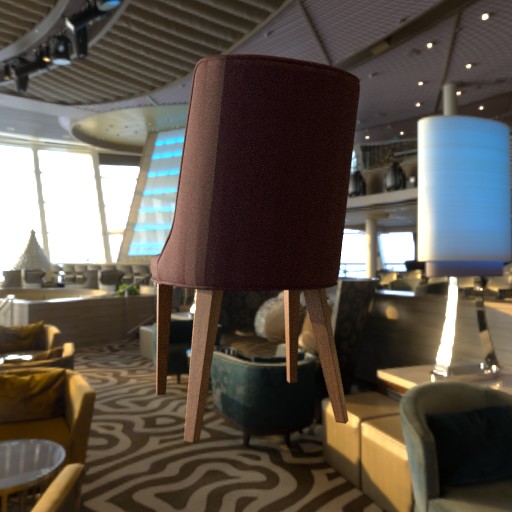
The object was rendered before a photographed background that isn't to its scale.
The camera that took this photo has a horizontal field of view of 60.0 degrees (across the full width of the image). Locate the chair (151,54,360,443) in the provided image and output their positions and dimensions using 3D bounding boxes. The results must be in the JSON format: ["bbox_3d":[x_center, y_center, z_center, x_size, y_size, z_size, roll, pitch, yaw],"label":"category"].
[{"bbox_3d":[0.000,0.000,1.288,0.548,0.916,0.638,0,-1,-18],"label":"chair"}]
